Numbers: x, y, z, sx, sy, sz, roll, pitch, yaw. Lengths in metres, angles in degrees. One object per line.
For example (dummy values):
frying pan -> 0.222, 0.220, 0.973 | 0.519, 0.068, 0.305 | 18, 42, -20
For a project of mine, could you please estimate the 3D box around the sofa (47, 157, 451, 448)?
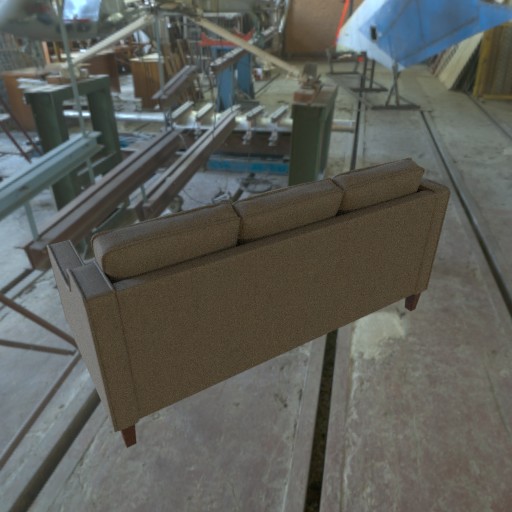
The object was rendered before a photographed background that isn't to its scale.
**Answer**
sofa -> 0.000, 0.000, 2.480 | 1.986, 0.974, 0.911 | -18, 34, -28
